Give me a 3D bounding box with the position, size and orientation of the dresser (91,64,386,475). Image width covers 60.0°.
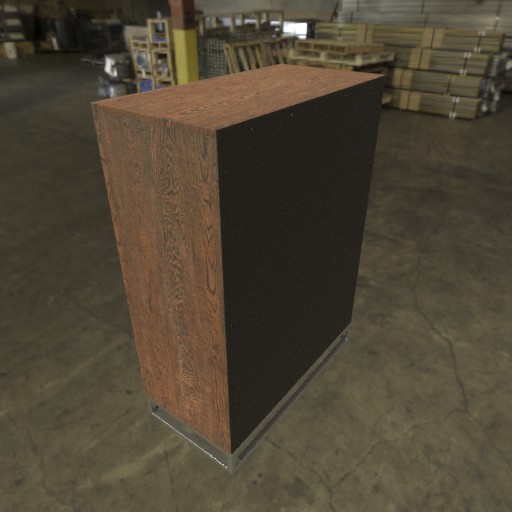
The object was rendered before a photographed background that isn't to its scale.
[{"bbox_3d":[0.000,0.000,1.819,0.508,1.321,0.965,21,37,31],"label":"dresser"}]
